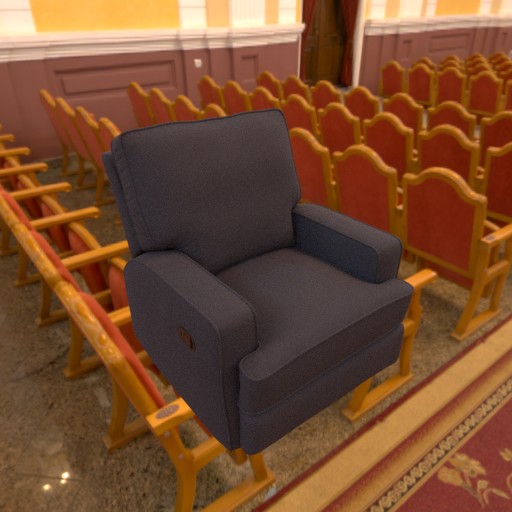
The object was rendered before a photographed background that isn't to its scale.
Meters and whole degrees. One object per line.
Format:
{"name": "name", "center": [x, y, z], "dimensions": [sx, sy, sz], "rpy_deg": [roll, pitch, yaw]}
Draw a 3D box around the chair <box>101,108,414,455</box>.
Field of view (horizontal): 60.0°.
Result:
{"name": "chair", "center": [0.000, 0.000, 1.709], "dimensions": [0.861, 0.962, 0.964], "rpy_deg": [-21, 36, -32]}
